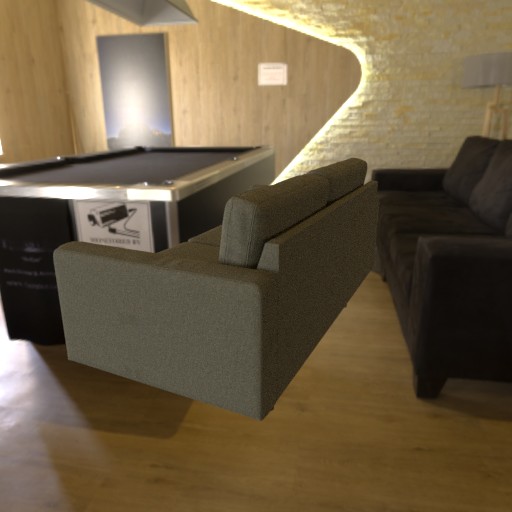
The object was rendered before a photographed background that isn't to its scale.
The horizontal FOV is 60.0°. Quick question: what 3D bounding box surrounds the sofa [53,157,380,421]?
[{"bbox_3d":[0.000,0.000,2.277,0.889,0.897,1.730,8,20,25],"label":"sofa"}]
